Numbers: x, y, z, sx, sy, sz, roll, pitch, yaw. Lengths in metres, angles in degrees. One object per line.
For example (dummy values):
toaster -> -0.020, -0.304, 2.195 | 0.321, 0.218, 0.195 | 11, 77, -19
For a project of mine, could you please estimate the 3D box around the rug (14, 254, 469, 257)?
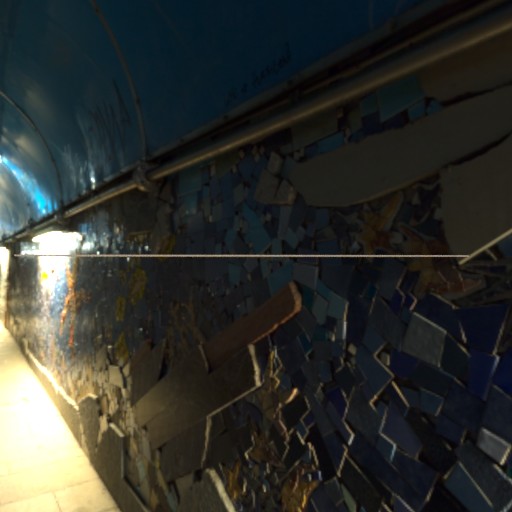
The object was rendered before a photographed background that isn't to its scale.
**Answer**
rug -> 0.000, 0.000, 2.649 | 2.439, 0.008, 0.762 | 0, 0, -18
